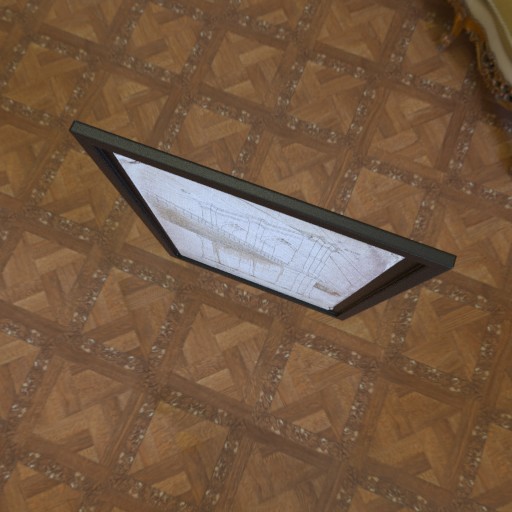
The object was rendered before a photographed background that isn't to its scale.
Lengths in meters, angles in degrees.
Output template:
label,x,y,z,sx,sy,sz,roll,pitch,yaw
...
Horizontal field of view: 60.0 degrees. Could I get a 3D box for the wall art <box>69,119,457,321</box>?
label,x,y,z,sx,sy,sz,roll,pitch,yaw
wall art,0.000,0.000,0.838,0.480,0.657,0.016,20,77,5
